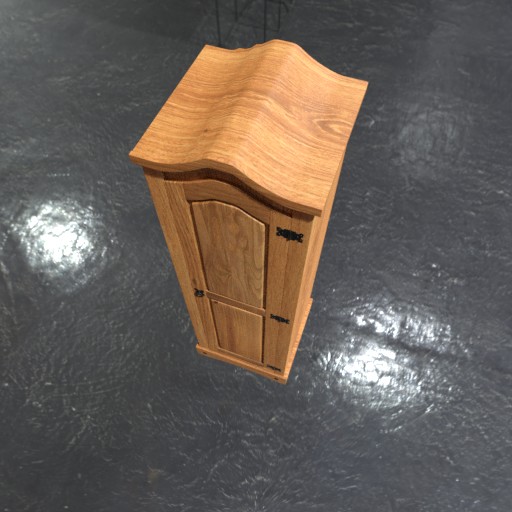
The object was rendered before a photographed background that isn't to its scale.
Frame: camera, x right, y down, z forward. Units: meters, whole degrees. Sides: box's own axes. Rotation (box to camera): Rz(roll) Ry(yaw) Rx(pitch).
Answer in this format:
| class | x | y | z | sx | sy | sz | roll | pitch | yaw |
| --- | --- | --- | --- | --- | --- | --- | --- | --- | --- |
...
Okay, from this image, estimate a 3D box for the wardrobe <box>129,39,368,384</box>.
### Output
| class | x | y | z | sx | sy | sz | roll | pitch | yaw |
| --- | --- | --- | --- | --- | --- | --- | --- | --- | --- |
| wardrobe | 0.000 | 0.000 | 2.120 | 0.590 | 1.870 | 0.570 | 17 | 61 | 10 |
